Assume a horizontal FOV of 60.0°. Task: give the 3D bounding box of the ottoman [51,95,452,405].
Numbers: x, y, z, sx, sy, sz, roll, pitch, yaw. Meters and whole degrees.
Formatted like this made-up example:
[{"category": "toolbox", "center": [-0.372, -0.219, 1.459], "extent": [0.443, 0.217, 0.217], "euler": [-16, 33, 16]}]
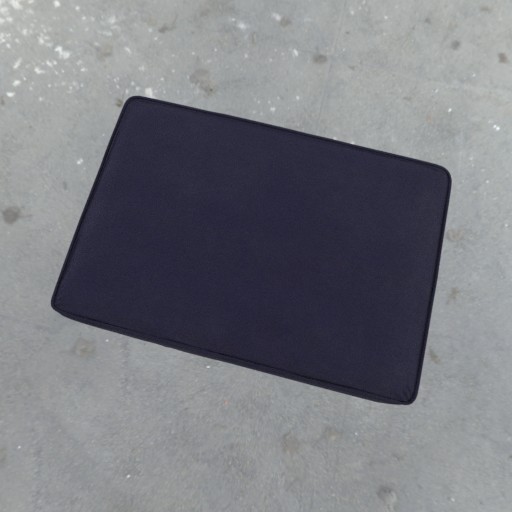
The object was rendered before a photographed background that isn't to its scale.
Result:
[{"category": "ottoman", "center": [0.000, 0.000, 1.310], "extent": [0.938, 0.503, 0.637], "euler": [14, 76, 4]}]
